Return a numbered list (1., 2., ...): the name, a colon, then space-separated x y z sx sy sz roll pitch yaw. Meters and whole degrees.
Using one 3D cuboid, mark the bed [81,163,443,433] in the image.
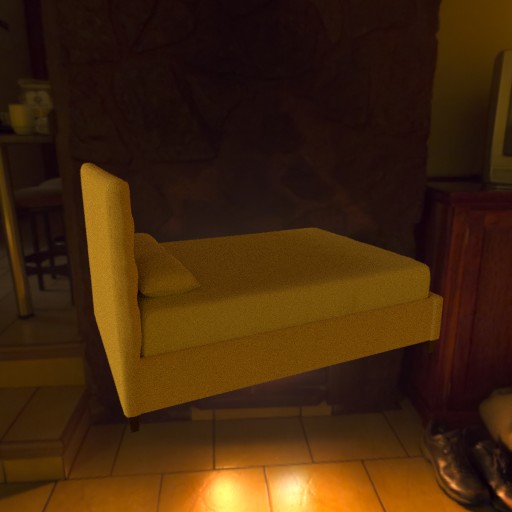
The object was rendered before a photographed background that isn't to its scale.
1. bed: 0.000 0.000 3.535 2.387 1.427 1.698 -7 17 -24
